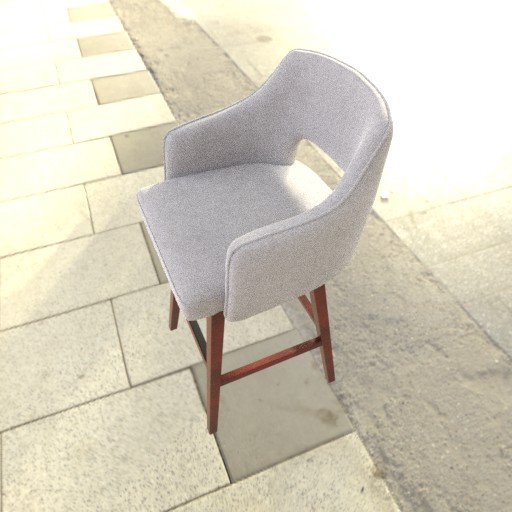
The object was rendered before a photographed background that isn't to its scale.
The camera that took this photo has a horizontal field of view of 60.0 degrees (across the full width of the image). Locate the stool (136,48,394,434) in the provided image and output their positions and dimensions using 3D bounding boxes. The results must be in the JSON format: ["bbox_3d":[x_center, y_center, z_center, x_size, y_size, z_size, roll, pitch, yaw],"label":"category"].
[{"bbox_3d":[0.000,0.000,1.315,0.558,1.012,0.548,-18,49,-17],"label":"stool"}]
